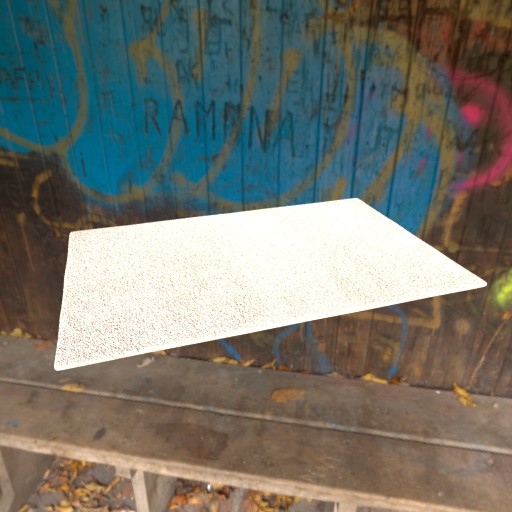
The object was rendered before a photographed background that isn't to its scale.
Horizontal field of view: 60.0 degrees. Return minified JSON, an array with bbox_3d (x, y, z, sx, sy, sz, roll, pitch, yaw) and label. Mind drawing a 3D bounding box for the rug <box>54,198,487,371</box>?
[{"bbox_3d":[0.000,0.000,3.387,2.743,0.030,1.778,-8,29,-16],"label":"rug"}]
